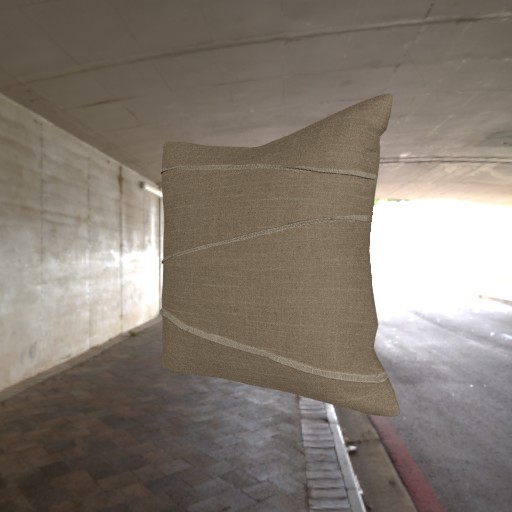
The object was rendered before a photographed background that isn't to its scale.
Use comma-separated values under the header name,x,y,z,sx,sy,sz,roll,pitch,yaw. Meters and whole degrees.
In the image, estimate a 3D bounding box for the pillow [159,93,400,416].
name,x,y,z,sx,sy,sz,roll,pitch,yaw
pillow,0.000,0.000,0.659,0.424,0.400,0.169,0,0,36
